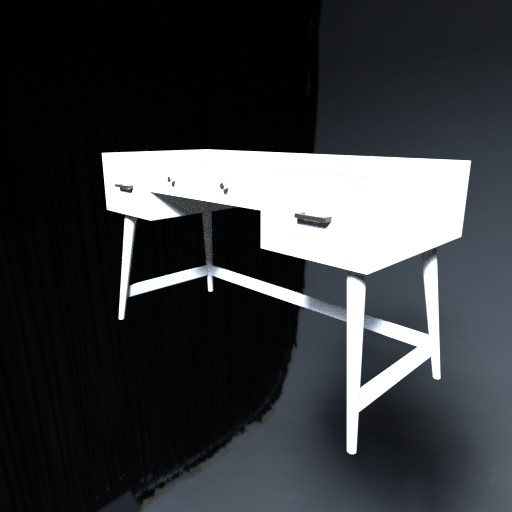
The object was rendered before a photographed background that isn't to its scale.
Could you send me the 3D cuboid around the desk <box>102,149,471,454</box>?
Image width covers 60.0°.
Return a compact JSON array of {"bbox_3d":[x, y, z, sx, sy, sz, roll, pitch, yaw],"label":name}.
[{"bbox_3d":[0.000,0.000,1.736,0.589,0.762,1.313,-15,21,-43],"label":"desk"}]
